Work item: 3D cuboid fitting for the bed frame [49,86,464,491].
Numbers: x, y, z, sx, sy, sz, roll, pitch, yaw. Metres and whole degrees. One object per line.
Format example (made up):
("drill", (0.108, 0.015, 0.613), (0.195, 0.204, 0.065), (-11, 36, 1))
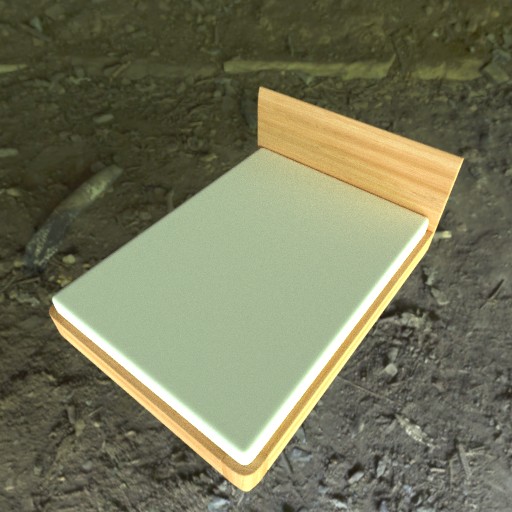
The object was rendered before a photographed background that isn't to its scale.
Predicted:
("bed frame", (0.000, 0.000, 2.648), (1.472, 0.940, 1.992), (29, 53, 25))
